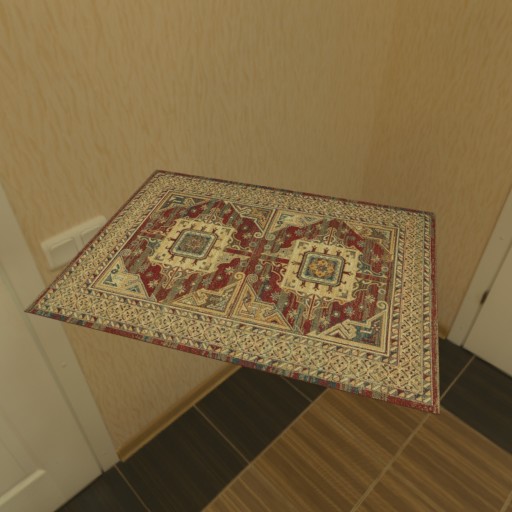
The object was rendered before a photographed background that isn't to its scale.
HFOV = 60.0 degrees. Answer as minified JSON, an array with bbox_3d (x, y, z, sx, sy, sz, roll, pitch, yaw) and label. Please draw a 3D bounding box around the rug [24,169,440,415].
[{"bbox_3d":[0.000,0.000,4.095,3.197,0.013,2.381,11,42,12],"label":"rug"}]
